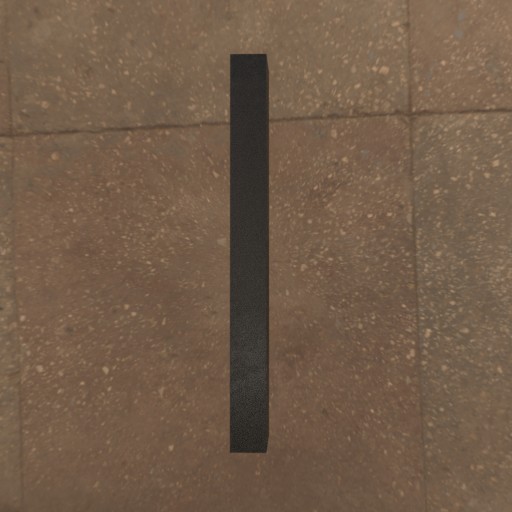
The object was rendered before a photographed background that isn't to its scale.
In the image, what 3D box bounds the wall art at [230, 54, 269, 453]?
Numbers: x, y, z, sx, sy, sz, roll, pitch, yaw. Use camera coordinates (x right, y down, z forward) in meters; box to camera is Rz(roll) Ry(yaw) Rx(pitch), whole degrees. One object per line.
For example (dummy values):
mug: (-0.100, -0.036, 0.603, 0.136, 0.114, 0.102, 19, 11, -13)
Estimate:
wall art: (0.000, 0.000, 0.576, 0.031, 0.457, 0.313, 0, 89, 1)
